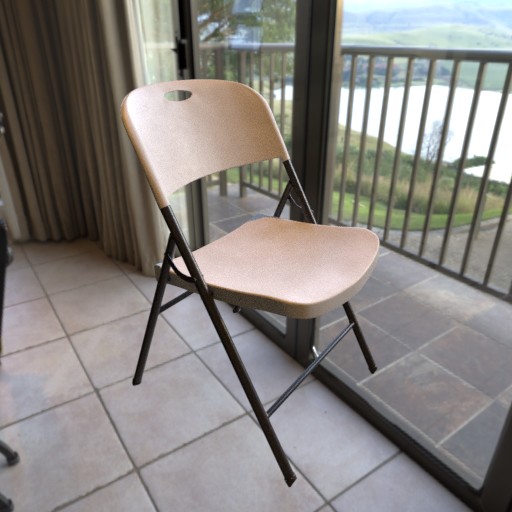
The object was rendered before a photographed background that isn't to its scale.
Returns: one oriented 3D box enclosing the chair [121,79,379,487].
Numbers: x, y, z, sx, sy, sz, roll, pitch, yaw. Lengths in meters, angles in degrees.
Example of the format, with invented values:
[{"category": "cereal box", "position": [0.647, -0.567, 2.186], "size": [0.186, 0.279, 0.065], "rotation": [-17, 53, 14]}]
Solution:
[{"category": "chair", "position": [0.000, 0.000, 1.142], "size": [0.566, 0.810, 0.494], "rotation": [19, 32, 32]}]
